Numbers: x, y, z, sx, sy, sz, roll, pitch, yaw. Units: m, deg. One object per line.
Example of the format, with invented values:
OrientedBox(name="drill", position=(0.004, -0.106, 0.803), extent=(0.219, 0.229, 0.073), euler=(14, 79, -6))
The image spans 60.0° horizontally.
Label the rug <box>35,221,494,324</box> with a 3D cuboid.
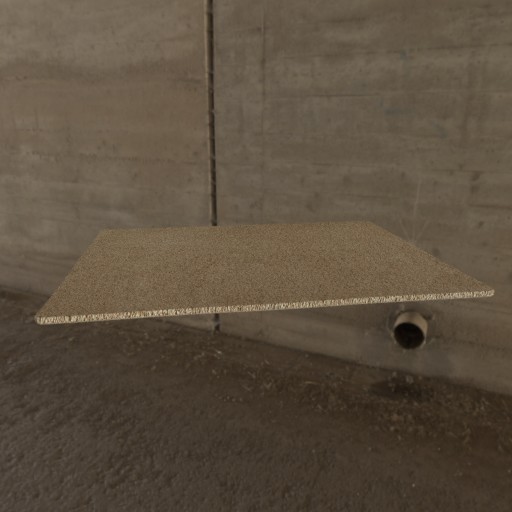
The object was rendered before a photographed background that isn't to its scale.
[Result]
OrientedBox(name="rug", position=(0.000, 0.000, 2.075), extent=(1.600, 0.025, 1.199), euler=(-3, 17, -8))
